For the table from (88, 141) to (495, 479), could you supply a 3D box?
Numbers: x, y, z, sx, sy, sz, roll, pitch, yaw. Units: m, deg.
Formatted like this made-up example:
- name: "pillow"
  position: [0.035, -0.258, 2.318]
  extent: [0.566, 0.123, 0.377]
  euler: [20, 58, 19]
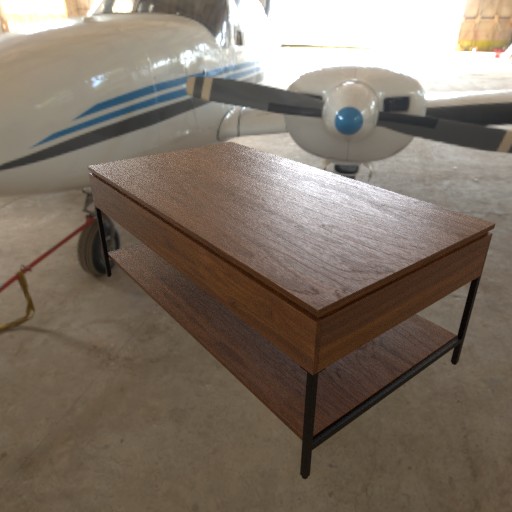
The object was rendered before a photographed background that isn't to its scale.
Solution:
- name: "table"
  position: [0.000, 0.000, 1.328]
  extent: [0.574, 0.414, 1.057]
  euler: [-20, 33, -33]
